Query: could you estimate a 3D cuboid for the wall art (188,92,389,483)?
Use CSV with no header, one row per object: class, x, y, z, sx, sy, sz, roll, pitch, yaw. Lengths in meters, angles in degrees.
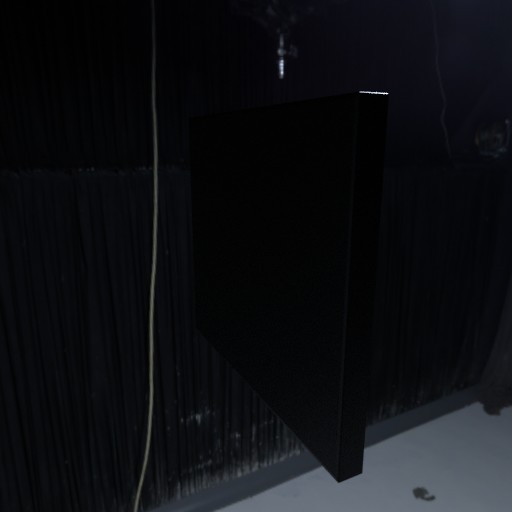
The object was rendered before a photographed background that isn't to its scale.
wall art,0.000,0.000,0.525,0.028,0.330,0.380,-7,16,-26
